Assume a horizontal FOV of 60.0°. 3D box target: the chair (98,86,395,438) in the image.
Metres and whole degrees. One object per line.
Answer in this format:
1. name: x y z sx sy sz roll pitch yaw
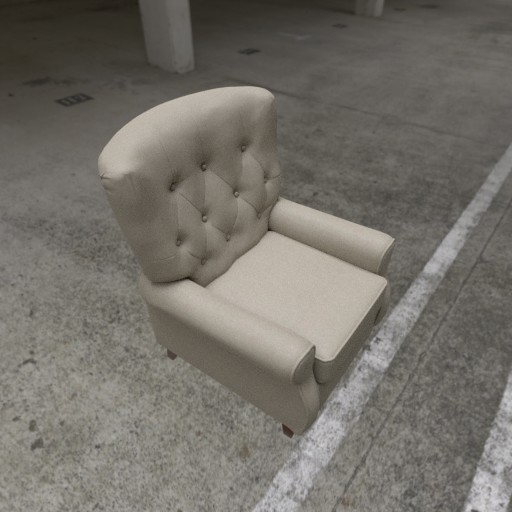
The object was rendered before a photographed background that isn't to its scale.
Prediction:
1. chair: 0.000 0.000 1.930 1.059 1.158 0.943 25 47 27
